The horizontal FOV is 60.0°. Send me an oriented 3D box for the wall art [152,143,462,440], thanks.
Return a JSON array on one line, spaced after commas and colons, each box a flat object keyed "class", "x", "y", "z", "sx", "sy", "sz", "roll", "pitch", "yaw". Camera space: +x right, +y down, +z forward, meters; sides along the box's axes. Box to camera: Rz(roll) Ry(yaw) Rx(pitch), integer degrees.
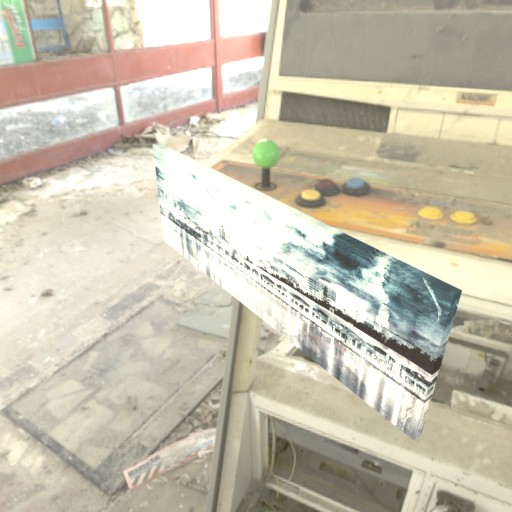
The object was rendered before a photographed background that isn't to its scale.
[{"class": "wall art", "x": 0.000, "y": 0.000, "z": 1.671, "sx": 0.037, "sy": 0.509, "sz": 1.524, "roll": -21, "pitch": 36, "yaw": -32}]
